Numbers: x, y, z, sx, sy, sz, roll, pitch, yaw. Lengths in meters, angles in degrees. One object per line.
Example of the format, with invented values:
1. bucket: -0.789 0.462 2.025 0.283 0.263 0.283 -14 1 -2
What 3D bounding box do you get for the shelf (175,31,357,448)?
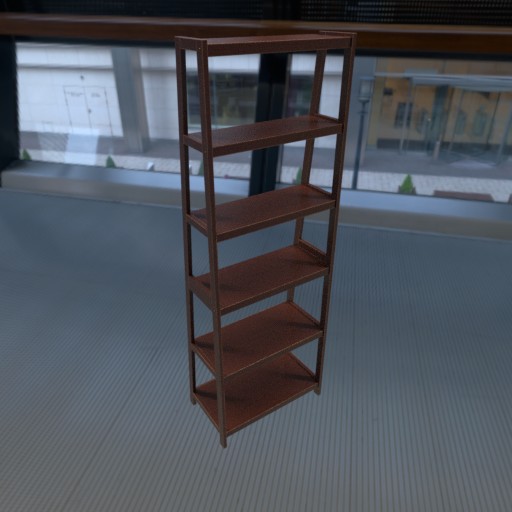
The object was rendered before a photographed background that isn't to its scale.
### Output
1. shelf: 0.000 0.000 2.106 0.660 1.892 0.381 -18 34 -29
